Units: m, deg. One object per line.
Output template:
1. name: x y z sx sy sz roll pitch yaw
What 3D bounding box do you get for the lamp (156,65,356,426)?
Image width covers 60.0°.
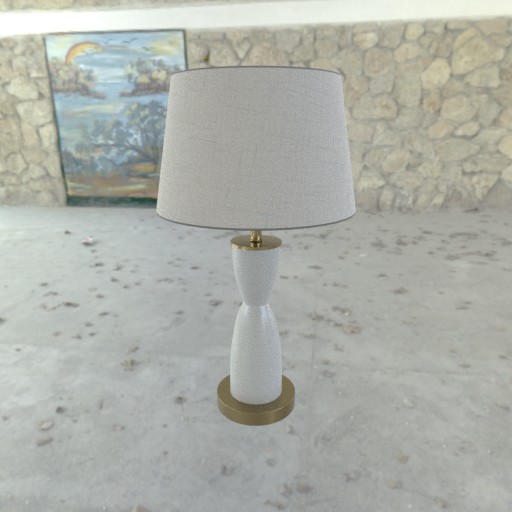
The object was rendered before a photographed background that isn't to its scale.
1. lamp: 0.000 0.000 0.723 0.309 0.545 0.309 0 16 0
